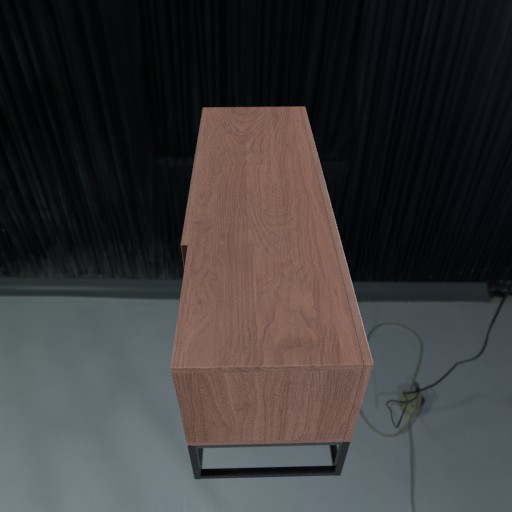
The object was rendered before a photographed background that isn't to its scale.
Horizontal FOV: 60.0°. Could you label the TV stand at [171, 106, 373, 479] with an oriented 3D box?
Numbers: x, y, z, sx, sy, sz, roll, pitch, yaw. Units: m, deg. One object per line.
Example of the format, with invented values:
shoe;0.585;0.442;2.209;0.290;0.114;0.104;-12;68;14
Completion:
TV stand;0.000;0.000;1.448;0.415;0.500;1.200;-1;41;-1
